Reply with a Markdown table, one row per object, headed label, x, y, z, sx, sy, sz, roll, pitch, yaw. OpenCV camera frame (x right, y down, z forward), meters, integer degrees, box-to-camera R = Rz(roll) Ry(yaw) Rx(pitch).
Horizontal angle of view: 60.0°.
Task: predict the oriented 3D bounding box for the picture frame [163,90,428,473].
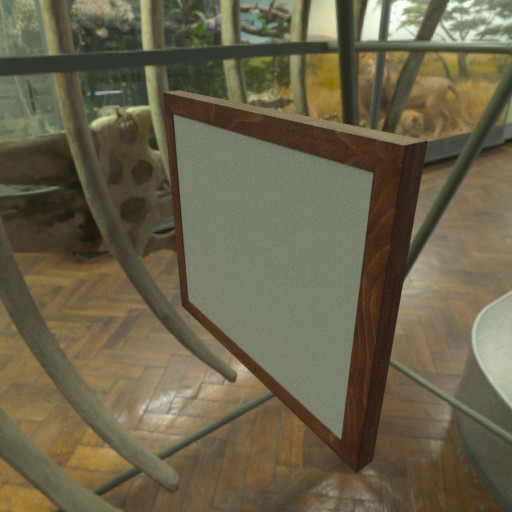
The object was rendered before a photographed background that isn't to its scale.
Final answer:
| label | x | y | z | sx | sy | sz | roll | pitch | yaw |
| --- | --- | --- | --- | --- | --- | --- | --- | --- | --- |
| picture frame | 0.000 | 0.000 | 0.519 | 0.025 | 0.330 | 0.381 | -18 | 32 | -32 |
